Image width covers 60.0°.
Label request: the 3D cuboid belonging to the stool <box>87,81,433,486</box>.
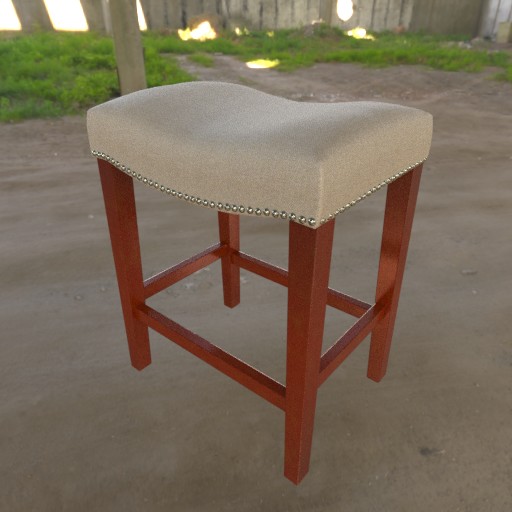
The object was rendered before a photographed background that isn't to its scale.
[{"bbox_3d":[0.000,0.000,0.917,0.509,0.632,0.375,22,36,34],"label":"stool"}]
